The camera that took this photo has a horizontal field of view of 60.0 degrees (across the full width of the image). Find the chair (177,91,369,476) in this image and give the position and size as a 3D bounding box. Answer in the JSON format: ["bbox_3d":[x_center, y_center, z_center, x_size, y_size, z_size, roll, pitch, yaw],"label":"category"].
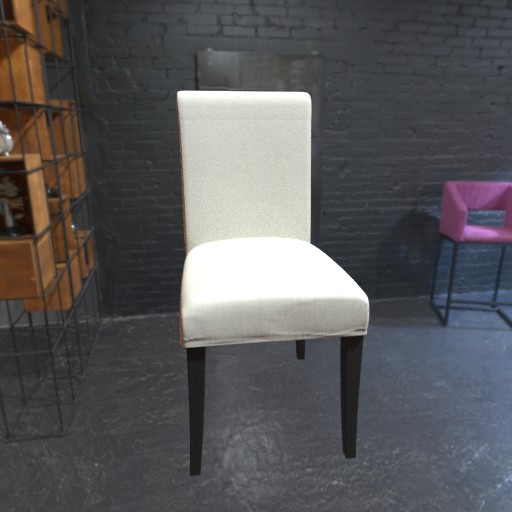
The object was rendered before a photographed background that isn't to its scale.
[{"bbox_3d":[0.000,0.000,1.342,0.452,0.976,0.708,-2,17,-8],"label":"chair"}]
